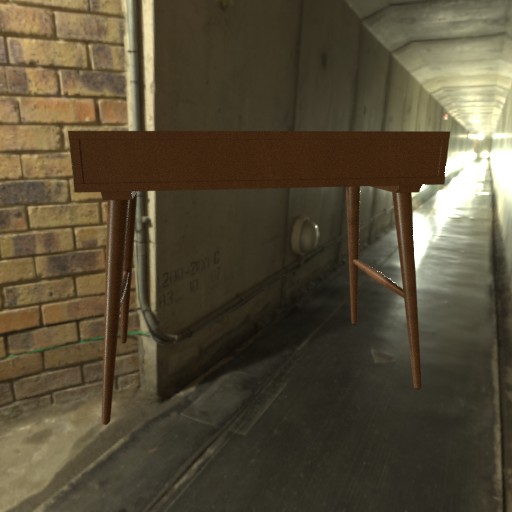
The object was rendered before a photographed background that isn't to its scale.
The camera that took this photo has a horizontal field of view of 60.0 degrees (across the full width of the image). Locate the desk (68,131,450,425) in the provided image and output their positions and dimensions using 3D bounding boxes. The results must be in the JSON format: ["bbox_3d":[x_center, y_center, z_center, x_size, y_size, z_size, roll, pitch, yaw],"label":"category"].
[{"bbox_3d":[0.000,0.000,1.405,0.949,0.758,0.510,-3,15,-10],"label":"desk"}]
